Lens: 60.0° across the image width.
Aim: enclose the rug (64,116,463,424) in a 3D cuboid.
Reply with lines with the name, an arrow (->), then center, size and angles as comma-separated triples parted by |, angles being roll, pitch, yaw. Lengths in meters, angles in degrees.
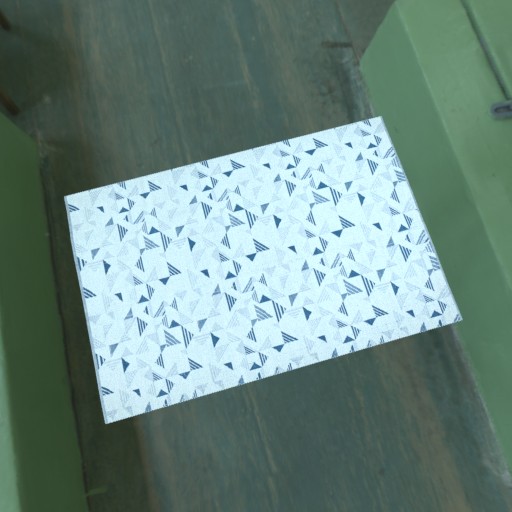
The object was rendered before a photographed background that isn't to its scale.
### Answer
rug -> 0.000, 0.000, 2.319 | 1.835, 0.003, 1.206 | -15, 76, -4
